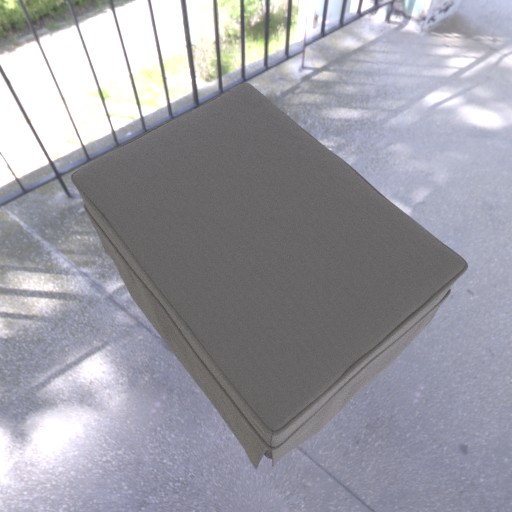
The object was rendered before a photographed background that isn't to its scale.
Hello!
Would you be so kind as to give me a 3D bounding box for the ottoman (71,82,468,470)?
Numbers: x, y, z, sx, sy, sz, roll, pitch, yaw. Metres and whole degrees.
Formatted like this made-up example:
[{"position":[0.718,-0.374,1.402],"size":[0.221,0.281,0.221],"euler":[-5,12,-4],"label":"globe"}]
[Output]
[{"position":[0.000,0.000,1.325],"size":[0.703,0.479,0.944],"euler":[-35,64,-19],"label":"ottoman"}]
